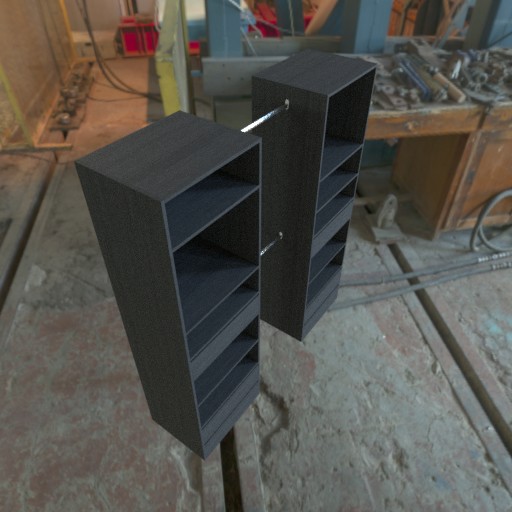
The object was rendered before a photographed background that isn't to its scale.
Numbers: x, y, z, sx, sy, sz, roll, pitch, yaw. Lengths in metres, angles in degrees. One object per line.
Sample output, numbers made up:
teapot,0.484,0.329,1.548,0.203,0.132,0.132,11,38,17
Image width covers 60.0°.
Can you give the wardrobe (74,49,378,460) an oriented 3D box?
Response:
wardrobe,0.000,0.000,2.831,0.480,2.000,1.770,26,47,26
